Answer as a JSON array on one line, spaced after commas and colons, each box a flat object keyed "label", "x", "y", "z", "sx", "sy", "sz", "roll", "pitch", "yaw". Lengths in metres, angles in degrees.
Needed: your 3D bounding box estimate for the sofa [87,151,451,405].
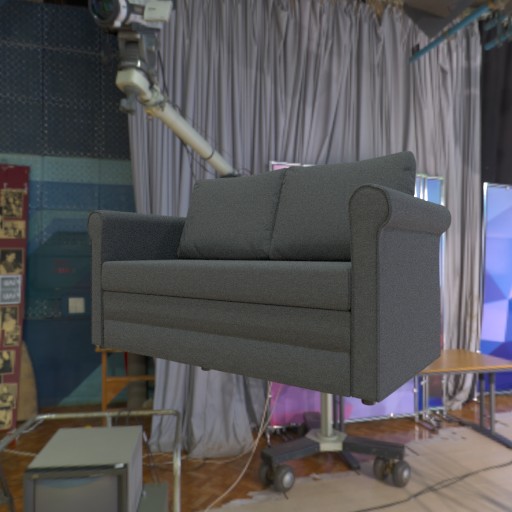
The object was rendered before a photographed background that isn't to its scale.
[{"label": "sofa", "x": 0.000, "y": 0.000, "z": 1.960, "sx": 1.460, "sy": 0.872, "sz": 0.741, "roll": 0, "pitch": 1, "yaw": 36}]
